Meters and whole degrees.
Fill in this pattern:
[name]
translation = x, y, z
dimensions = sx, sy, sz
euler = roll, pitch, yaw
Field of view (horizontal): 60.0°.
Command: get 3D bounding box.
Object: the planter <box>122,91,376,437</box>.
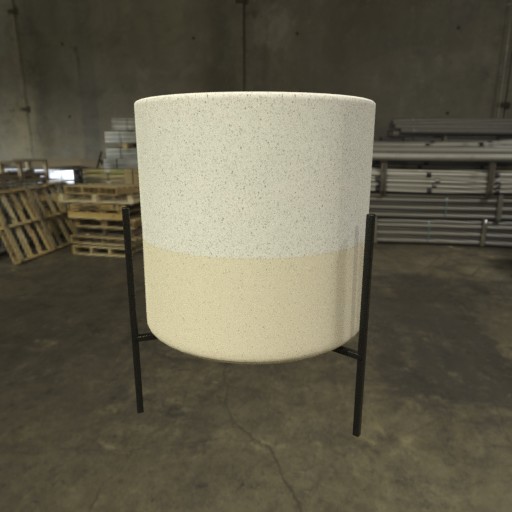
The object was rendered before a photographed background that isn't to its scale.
[planter]
translation = 0.000, 0.000, 0.649
dimensions = 0.313, 0.423, 0.335
euler = 2, 15, 9
